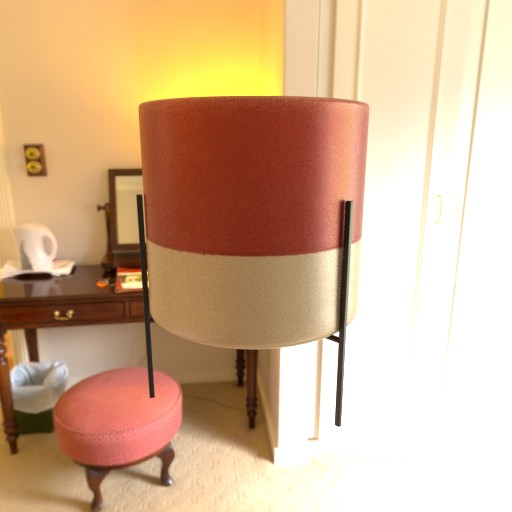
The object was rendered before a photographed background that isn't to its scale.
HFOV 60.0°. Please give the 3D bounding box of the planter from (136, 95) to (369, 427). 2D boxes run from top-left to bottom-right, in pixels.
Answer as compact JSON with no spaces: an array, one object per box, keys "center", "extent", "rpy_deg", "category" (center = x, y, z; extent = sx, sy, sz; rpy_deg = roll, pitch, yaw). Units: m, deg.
[{"center":[0.000,0.000,0.727],"extent":[0.354,0.465,0.345],"rpy_deg":[14,20,43],"category":"planter"}]
